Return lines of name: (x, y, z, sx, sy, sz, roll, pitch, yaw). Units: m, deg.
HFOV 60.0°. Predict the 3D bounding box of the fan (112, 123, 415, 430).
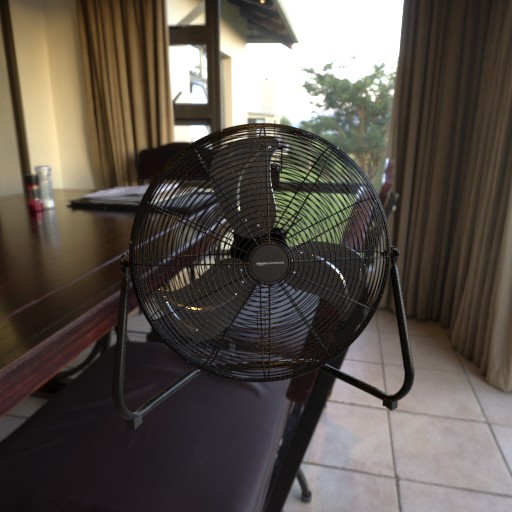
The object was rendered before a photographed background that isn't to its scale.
fan: (0.000, 0.000, 0.951, 0.555, 0.546, 0.424, -2, 16, -6)
